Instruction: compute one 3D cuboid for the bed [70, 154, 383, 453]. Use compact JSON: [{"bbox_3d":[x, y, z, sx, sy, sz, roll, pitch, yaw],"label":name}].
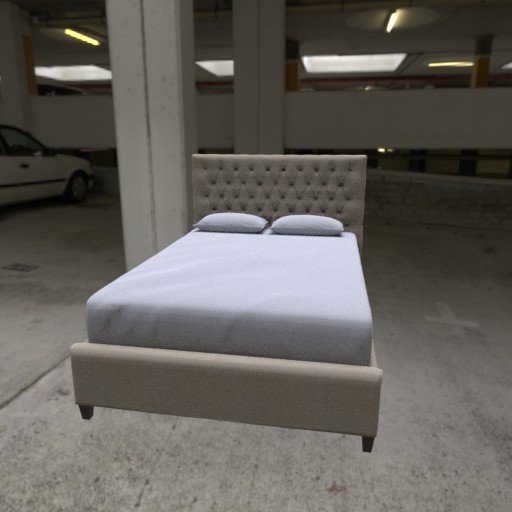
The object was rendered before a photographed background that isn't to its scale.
[{"bbox_3d":[0.000,0.000,3.348,1.698,1.427,2.387,3,15,10],"label":"bed"}]
